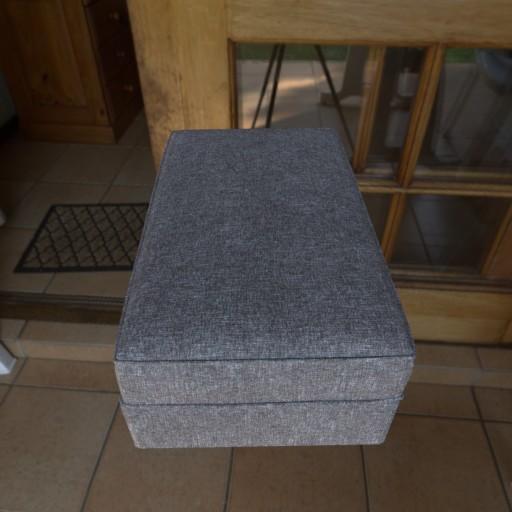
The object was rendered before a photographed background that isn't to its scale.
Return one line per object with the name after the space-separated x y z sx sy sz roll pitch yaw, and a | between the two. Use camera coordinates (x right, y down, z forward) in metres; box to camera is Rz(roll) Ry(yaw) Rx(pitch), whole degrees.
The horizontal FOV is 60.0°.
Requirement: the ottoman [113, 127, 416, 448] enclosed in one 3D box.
0.000 0.000 1.534 0.717 0.487 1.184 -1 41 -1 | ottoman
